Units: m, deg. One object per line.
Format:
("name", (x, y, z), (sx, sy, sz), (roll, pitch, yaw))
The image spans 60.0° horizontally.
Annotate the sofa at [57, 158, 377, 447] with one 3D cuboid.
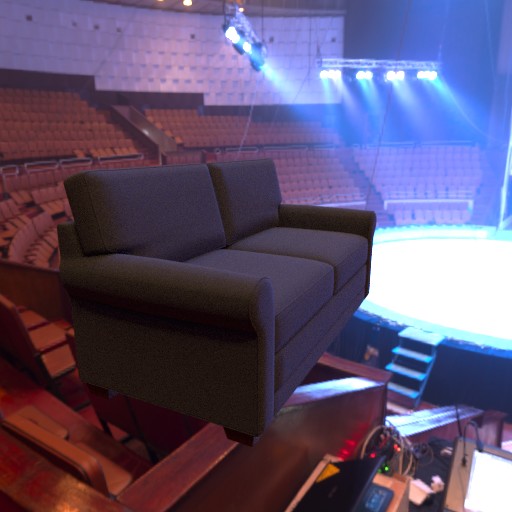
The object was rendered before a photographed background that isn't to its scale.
("sofa", (0.000, 0.000, 2.488), (0.940, 1.020, 1.930), (7, 16, 26))
